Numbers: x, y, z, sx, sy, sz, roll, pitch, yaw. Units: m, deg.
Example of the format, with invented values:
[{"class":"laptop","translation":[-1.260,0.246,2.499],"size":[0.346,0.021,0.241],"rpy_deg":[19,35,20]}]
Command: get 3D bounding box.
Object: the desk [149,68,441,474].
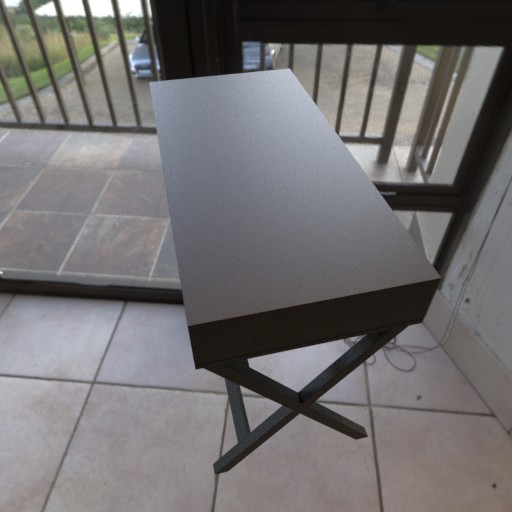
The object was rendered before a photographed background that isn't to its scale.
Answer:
[{"class":"desk","translation":[0.000,0.000,1.476],"size":[0.504,0.780,1.057],"rpy_deg":[-10,46,-9]}]
